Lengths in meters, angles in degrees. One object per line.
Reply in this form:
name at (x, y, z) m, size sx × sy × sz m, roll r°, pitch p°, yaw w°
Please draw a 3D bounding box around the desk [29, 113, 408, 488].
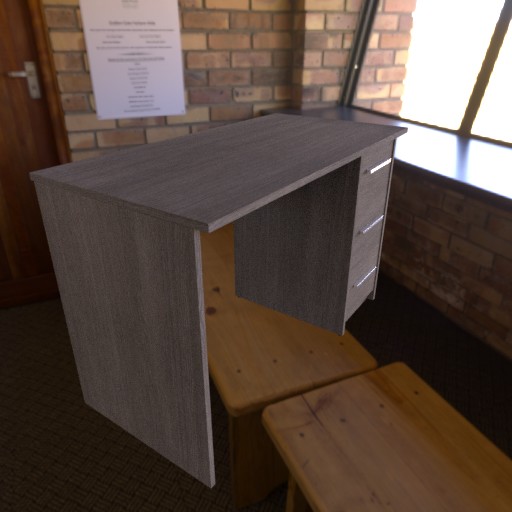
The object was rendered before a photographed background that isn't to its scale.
desk at (0.000, 0.000, 1.484) m, size 0.560 × 0.735 × 1.097 m, roll 17°, pitch 31°, yaw 31°
